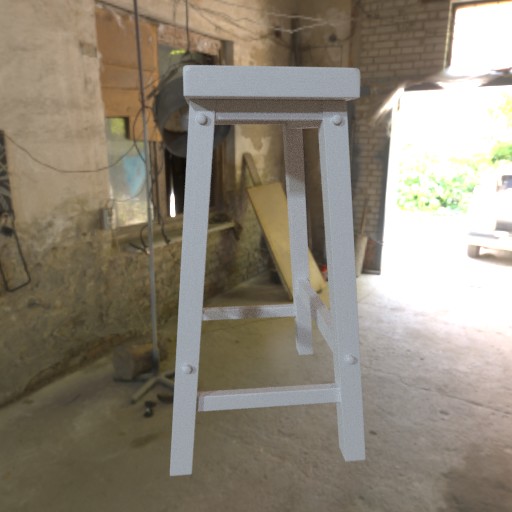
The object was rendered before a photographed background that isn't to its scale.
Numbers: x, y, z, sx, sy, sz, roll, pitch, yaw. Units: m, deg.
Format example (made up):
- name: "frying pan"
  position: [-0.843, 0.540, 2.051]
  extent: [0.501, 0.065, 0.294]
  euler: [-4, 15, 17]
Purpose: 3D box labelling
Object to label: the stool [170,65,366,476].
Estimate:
- name: "stool"
  position: [0.000, 0.000, 0.836]
  extent: [0.322, 0.610, 0.406]
  euler: [-2, 15, -6]
